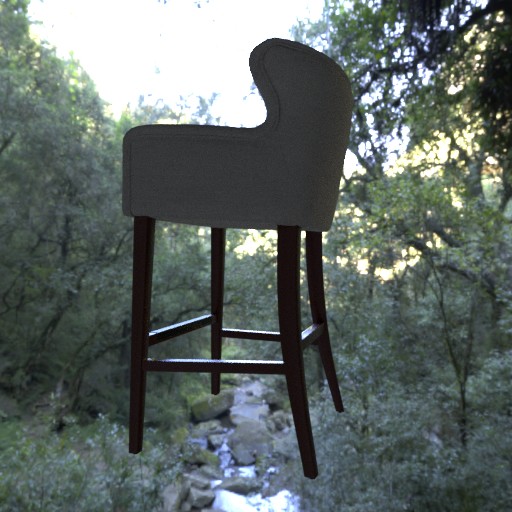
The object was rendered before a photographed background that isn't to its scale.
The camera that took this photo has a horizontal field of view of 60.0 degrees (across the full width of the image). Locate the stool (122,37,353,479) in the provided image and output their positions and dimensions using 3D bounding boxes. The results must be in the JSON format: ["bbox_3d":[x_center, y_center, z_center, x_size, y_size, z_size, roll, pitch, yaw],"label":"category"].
[{"bbox_3d":[0.000,0.000,1.319,0.563,1.034,0.556,0,0,19],"label":"stool"}]
